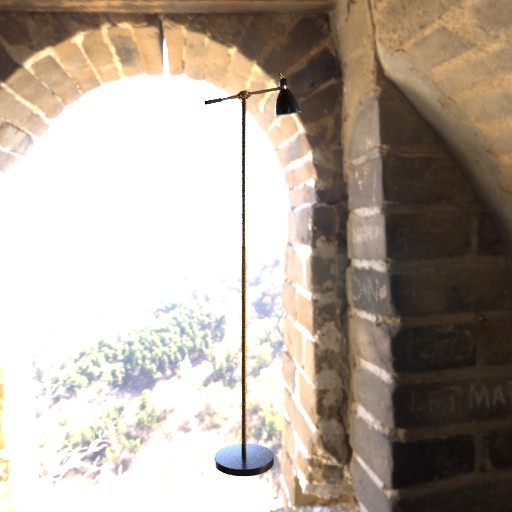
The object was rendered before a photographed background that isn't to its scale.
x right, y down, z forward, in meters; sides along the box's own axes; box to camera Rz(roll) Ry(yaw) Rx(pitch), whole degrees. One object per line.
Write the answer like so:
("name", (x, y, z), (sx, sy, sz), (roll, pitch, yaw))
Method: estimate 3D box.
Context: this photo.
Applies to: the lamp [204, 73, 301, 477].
("lamp", (0.000, 0.000, 1.816), (0.235, 1.628, 0.618), (0, 0, 36))
